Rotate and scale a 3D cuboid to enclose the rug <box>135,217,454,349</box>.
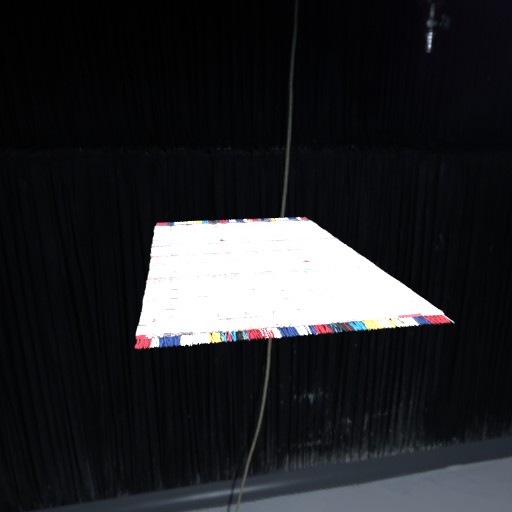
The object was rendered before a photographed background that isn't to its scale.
[{"bbox_3d":[0.000,0.000,3.086,1.465,0.012,2.465,-3,17,-10],"label":"rug"}]
